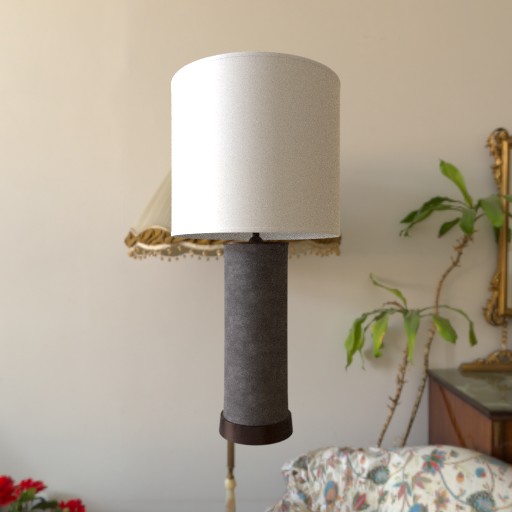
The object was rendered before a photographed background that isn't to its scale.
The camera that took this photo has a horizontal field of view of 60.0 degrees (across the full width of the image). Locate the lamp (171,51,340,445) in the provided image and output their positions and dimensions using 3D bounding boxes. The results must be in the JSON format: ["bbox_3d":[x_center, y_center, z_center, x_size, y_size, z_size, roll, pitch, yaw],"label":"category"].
[{"bbox_3d":[0.000,0.000,0.803,0.301,0.630,0.301,0,0,-37],"label":"lamp"}]
